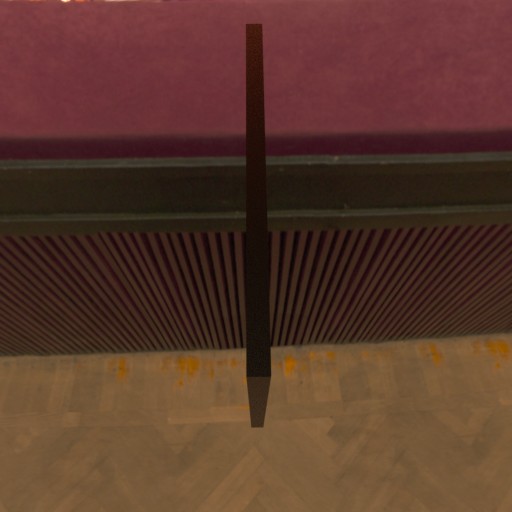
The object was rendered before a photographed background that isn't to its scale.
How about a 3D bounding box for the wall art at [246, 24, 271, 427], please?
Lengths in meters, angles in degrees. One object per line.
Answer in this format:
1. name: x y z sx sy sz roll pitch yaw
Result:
1. wall art: 0.000 0.000 1.137 0.036 0.755 0.756 -1 64 0
